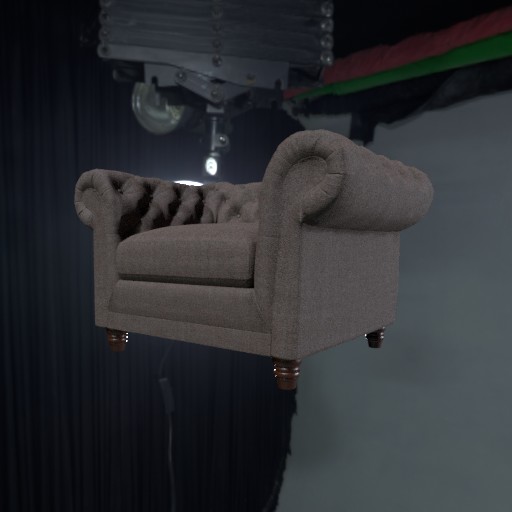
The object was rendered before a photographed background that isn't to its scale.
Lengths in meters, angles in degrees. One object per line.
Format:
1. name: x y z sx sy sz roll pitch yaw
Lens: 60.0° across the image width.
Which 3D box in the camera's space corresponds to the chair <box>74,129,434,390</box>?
1. chair: 0.000 0.000 1.903 1.298 0.780 0.945 1 1 37
